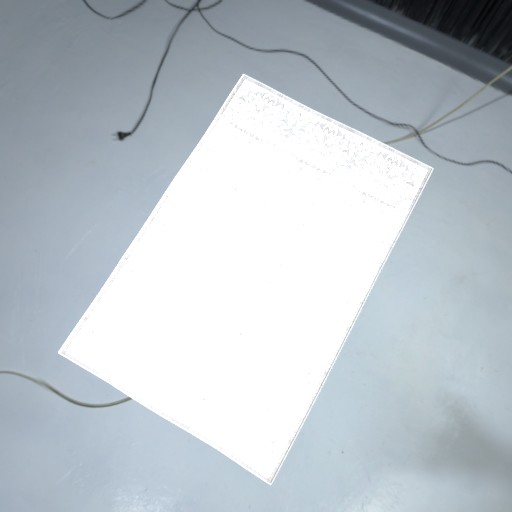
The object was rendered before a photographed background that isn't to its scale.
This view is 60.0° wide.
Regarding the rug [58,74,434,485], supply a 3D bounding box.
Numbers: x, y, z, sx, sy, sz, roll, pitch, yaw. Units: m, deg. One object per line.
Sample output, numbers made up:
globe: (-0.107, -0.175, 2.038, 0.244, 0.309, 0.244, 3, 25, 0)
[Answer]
rug: (0.000, 0.000, 3.470, 1.819, 0.018, 2.746, 29, 78, 7)
